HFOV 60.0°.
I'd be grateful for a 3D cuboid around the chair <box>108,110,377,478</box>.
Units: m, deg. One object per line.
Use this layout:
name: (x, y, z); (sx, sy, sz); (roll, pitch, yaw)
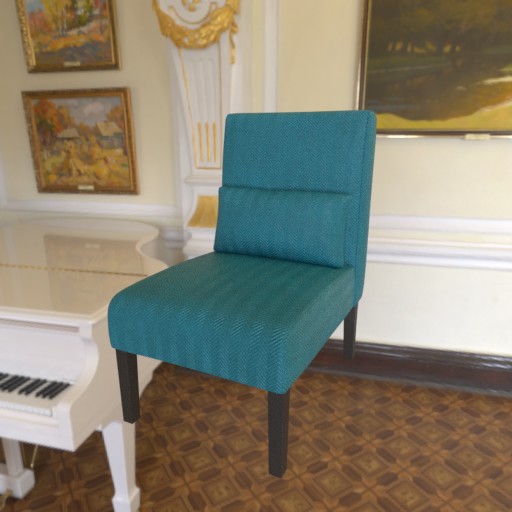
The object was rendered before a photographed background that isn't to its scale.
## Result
chair: (0.000, 0.000, 1.448); (0.579, 0.927, 0.808); (8, 17, 26)
